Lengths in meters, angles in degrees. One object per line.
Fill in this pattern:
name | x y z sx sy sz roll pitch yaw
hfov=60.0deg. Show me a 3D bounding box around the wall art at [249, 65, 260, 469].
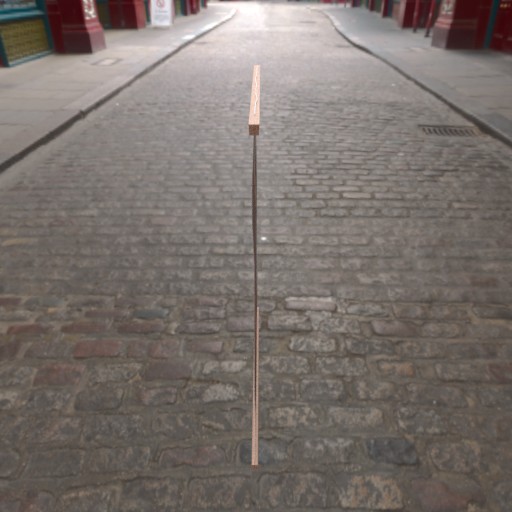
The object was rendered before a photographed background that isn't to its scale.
wall art | 0.000 0.000 1.376 0.020 1.013 0.758 0 31 0
